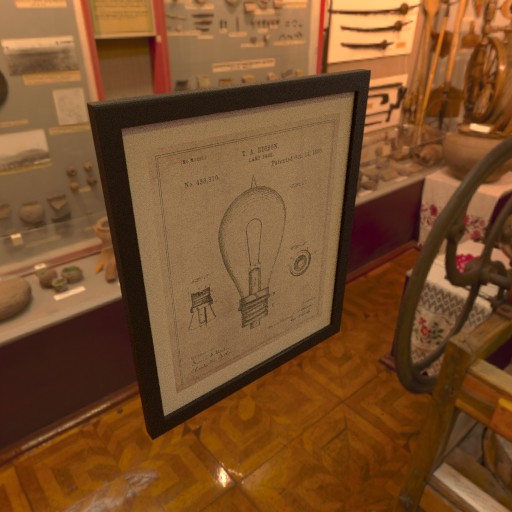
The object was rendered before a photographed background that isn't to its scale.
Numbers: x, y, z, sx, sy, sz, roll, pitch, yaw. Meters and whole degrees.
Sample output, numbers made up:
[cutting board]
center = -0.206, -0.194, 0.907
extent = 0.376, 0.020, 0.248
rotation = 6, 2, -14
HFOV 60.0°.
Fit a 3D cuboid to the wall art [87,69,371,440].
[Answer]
[wall art]
center = 0.000, 0.000, 0.693
extent = 0.430, 0.509, 0.021
rotation = -21, 36, -32
